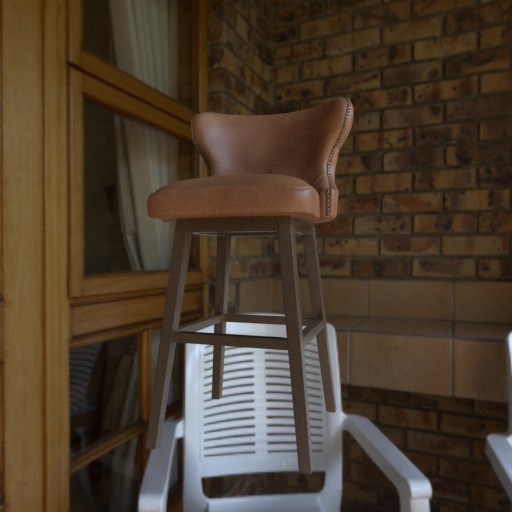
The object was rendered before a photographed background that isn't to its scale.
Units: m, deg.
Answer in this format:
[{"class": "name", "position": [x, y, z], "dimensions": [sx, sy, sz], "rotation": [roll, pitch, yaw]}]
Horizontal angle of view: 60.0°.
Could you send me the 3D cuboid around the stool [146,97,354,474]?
[{"class": "stool", "position": [0.000, 0.000, 1.436], "dimensions": [0.591, 1.087, 0.606], "rotation": [0, 0, 18]}]
